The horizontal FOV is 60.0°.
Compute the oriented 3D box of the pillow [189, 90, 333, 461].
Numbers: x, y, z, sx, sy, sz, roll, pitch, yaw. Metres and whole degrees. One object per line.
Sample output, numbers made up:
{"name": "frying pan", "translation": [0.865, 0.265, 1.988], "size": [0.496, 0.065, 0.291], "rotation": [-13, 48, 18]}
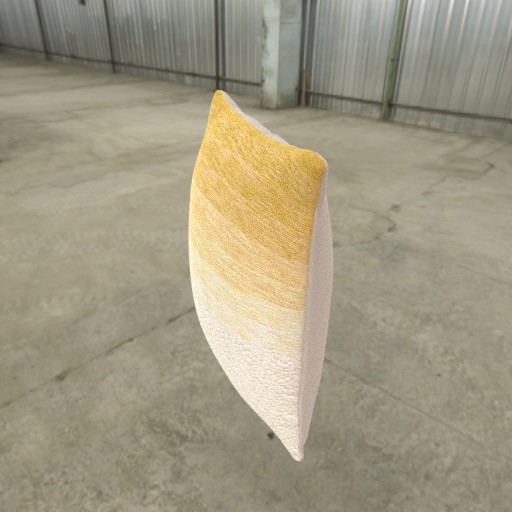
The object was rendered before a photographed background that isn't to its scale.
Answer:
{"name": "pillow", "translation": [0.000, 0.000, 0.720], "size": [0.211, 0.450, 0.450], "rotation": [-9, 30, -15]}
